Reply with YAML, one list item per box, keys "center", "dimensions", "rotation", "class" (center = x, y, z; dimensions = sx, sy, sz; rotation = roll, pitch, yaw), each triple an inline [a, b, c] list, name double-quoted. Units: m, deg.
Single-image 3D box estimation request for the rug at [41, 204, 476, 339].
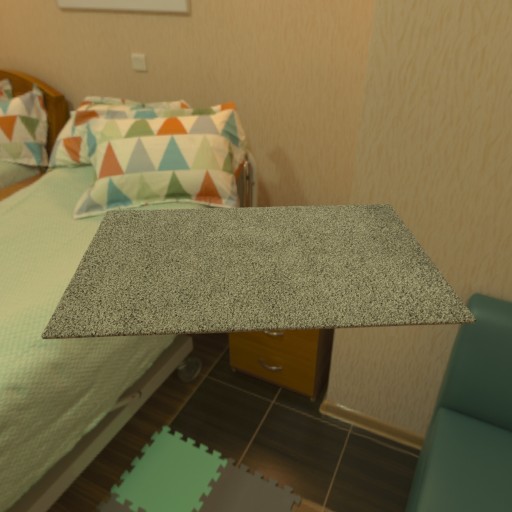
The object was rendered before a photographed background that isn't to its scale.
- center: [0.000, 0.000, 3.531]
  dimensions: [2.743, 0.030, 1.778]
  rotation: [-2, 32, -3]
  class: "rug"
